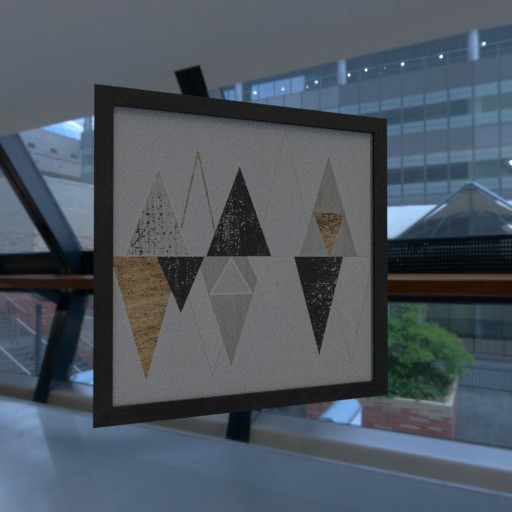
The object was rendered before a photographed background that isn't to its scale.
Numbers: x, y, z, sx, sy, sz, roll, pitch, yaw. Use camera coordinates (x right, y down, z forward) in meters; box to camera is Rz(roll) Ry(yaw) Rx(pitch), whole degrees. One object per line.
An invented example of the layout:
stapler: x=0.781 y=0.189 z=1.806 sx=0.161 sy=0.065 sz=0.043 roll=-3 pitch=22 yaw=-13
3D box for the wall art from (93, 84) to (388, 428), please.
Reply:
wall art: x=0.000 y=0.000 z=1.197 sx=0.823 sy=0.823 sz=0.013 roll=0 pitch=-1 yaw=-19
